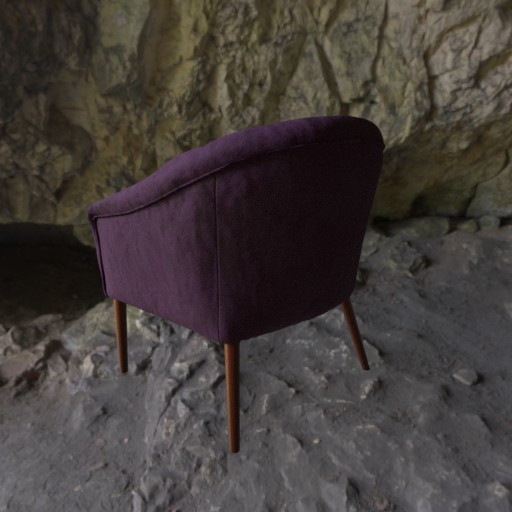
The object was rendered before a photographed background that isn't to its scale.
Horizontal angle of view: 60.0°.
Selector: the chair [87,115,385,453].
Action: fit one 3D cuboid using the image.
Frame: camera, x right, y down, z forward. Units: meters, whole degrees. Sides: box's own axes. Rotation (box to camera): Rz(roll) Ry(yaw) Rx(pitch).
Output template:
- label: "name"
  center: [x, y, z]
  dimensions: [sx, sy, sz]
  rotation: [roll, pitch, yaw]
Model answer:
- label: "chair"
  center: [0.000, 0.000, 1.494]
  dimensions: [0.851, 0.885, 0.776]
  rotation: [-14, 21, -41]
